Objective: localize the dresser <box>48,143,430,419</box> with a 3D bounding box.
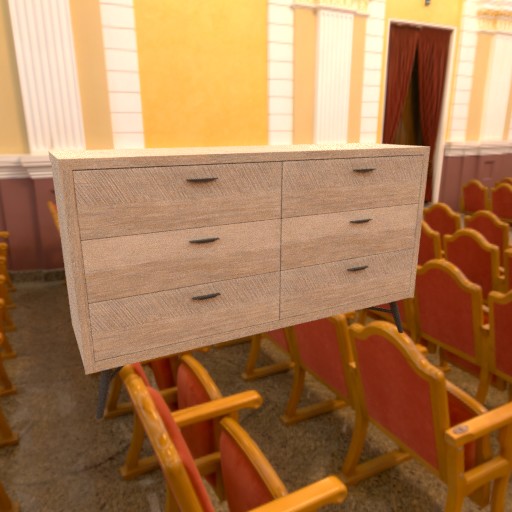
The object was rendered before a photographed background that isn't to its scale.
[{"bbox_3d":[0.000,0.000,1.942,1.524,0.914,0.457,-9,19,-26],"label":"dresser"}]
